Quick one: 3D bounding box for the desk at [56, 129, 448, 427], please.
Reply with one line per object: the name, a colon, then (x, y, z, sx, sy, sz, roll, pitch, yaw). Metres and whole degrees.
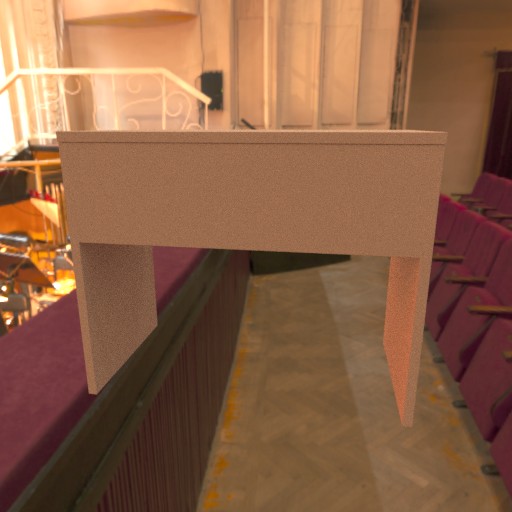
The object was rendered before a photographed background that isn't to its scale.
desk: (0.000, 0.000, 1.339, 0.900, 0.729, 0.498, 3, 17, 9)
